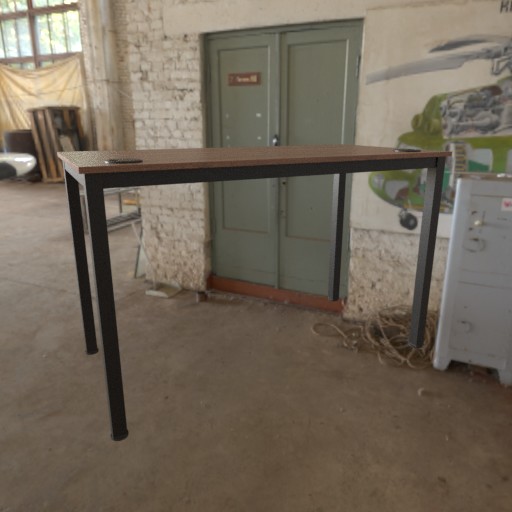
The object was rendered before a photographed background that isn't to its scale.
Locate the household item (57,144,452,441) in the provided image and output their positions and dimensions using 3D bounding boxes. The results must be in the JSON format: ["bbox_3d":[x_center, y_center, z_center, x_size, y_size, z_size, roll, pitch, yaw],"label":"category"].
[{"bbox_3d":[0.000,0.000,1.611,1.200,0.750,0.600,-8,19,-26],"label":"household item"}]
